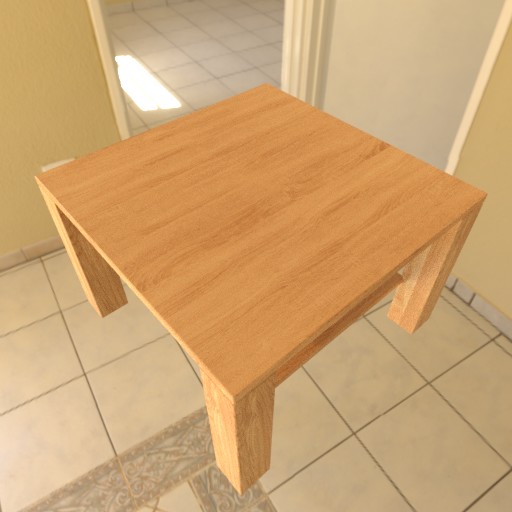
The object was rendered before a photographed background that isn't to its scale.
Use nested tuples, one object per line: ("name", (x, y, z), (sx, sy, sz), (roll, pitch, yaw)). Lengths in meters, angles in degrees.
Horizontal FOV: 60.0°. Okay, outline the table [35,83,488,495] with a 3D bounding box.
("table", (0.000, 0.000, 1.125), (0.700, 0.450, 0.700), (-32, 54, -27))
